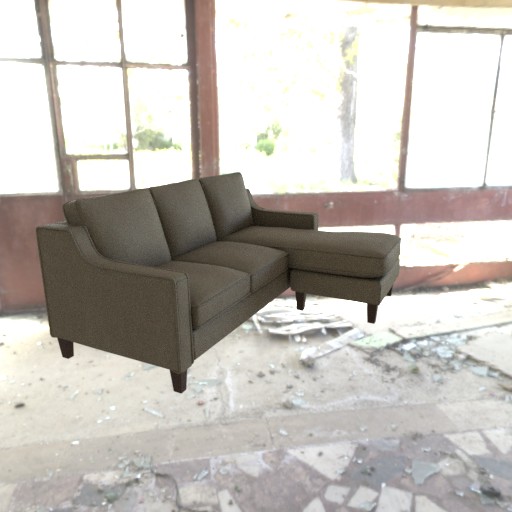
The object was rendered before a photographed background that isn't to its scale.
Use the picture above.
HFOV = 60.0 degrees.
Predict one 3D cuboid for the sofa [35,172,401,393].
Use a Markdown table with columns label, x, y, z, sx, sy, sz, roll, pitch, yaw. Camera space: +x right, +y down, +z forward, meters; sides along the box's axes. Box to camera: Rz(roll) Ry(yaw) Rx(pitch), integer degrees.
| label | x | y | z | sx | sy | sz | roll | pitch | yaw |
| --- | --- | --- | --- | --- | --- | --- | --- | --- | --- |
| sofa | 0.000 | 0.000 | 3.385 | 1.858 | 1.081 | 2.317 | 8 | 17 | 26 |
